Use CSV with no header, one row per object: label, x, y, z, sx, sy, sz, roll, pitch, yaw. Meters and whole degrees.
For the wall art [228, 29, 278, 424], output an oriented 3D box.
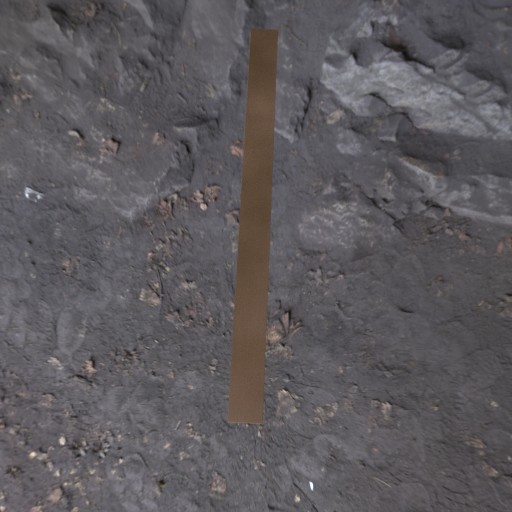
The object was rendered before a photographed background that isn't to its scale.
wall art,0.000,0.000,0.793,0.038,0.511,0.513,3,75,1
